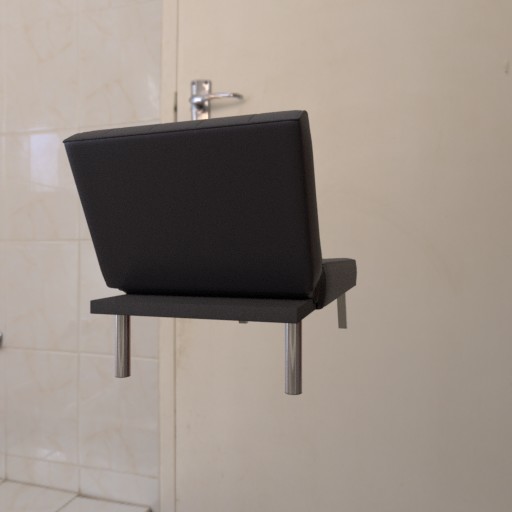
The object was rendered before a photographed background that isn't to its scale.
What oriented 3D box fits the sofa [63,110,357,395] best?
[{"bbox_3d":[0.000,0.000,1.973,0.760,0.820,1.560,0,0,18],"label":"sofa"}]
